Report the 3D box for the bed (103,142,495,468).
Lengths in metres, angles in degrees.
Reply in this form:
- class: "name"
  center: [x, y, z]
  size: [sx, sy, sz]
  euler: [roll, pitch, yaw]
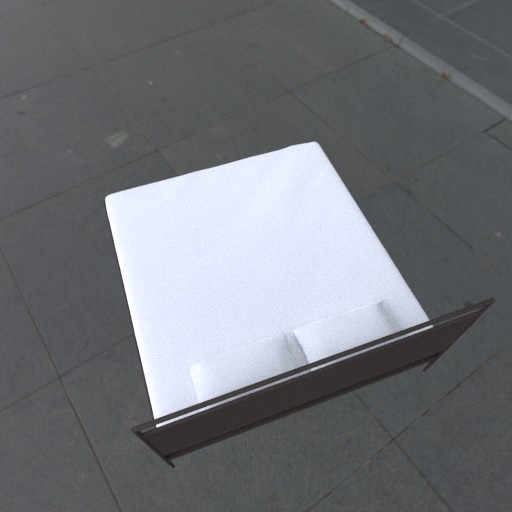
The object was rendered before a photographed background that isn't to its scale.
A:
- class: "bed"
  center: [0.000, 0.000, 3.262]
  size: [1.993, 1.173, 2.151]
  euler: [-17, 59, -11]
